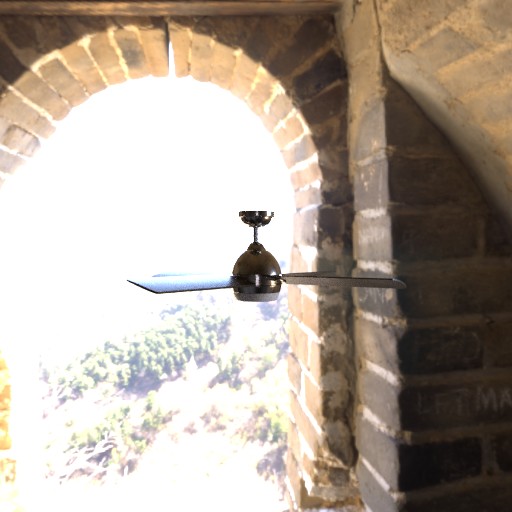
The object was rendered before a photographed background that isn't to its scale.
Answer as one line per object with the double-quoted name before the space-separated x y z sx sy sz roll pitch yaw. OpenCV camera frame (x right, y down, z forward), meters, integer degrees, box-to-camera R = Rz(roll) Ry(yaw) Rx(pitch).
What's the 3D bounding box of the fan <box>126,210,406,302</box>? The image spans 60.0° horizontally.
"fan" 0.000 0.000 2.017 1.332 0.403 1.332 0 0 36
